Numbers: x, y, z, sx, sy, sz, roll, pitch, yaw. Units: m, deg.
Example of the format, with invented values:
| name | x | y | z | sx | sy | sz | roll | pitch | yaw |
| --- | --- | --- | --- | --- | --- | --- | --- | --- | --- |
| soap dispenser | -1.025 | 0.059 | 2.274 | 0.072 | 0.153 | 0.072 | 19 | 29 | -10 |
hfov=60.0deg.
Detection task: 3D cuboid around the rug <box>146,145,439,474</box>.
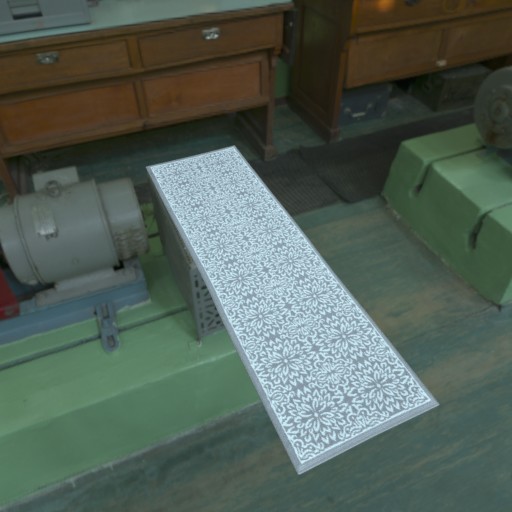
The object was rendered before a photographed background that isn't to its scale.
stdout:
| name | x | y | z | sx | sy | sz | roll | pitch | yaw |
| --- | --- | --- | --- | --- | --- | --- | --- | --- | --- |
| rug | 0.000 | 0.000 | 2.432 | 0.662 | 0.011 | 2.196 | -18 | 48 | -17 |
